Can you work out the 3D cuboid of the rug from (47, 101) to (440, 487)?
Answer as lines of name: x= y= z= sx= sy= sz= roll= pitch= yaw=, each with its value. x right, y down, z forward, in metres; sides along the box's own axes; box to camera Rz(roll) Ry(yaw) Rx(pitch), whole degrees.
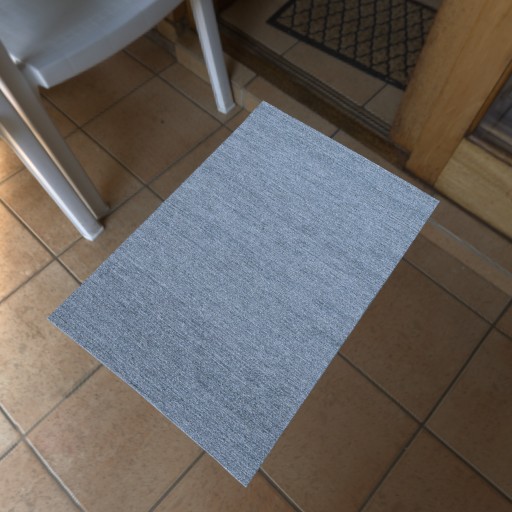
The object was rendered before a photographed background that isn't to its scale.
rug: x=0.000 y=0.000 z=3.040 sx=1.616 sy=0.030 sz=2.338 roll=34 pitch=69 yaw=15
